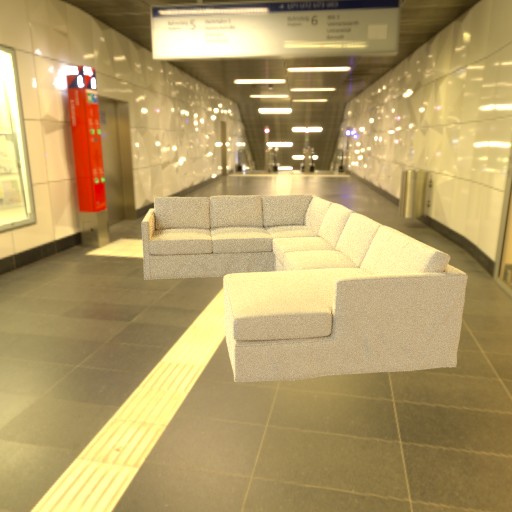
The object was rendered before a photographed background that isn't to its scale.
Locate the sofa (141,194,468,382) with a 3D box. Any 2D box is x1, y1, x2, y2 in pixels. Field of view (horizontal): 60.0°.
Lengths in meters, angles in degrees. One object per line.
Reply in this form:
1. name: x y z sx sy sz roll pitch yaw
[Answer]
1. sofa: 0.000 0.000 4.516 2.427 0.882 3.460 -2 15 -8
